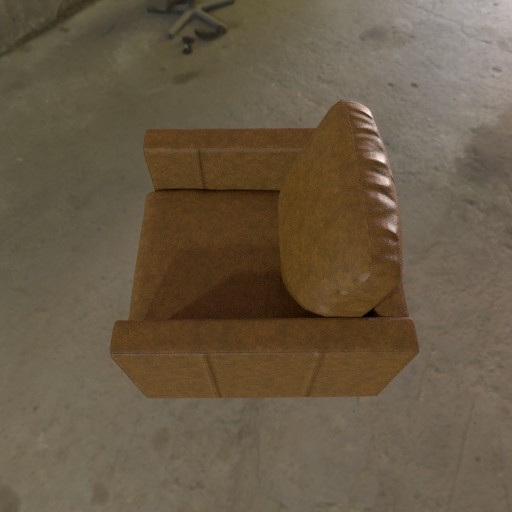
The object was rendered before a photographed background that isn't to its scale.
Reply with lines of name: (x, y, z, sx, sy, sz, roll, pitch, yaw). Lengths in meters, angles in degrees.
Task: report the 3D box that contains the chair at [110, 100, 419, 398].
chair: (0.000, 0.000, 1.639, 0.909, 0.956, 0.890, -1, 59, 0)
